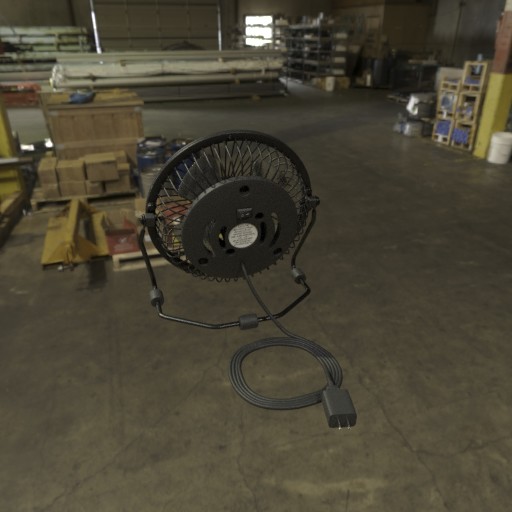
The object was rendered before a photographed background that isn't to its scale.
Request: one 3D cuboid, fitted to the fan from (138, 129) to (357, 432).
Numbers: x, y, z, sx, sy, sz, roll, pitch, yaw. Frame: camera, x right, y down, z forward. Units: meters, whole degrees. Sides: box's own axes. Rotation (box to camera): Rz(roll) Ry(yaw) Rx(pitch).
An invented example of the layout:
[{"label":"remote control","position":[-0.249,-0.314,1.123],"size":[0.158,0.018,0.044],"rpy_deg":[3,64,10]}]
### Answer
[{"label":"fan","position":[0.000,0.000,0.308],"size":[0.153,0.152,0.202],"rpy_deg":[-8,28,-15]}]
